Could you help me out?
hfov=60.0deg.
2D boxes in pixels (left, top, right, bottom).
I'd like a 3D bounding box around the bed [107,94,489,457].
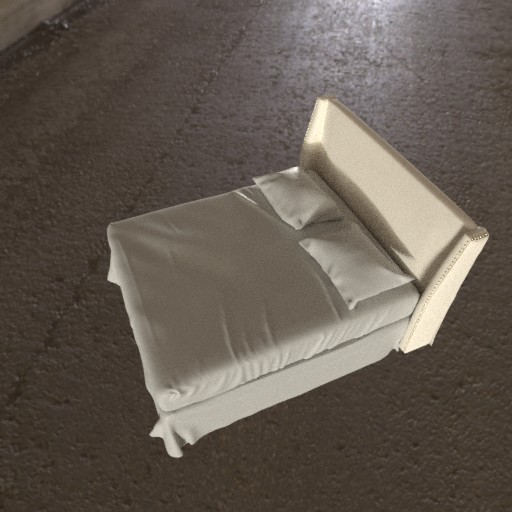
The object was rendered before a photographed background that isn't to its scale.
[{"bbox_3d":[0.000,0.000,3.417,2.276,1.332,1.925,-18,50,-16],"label":"bed"}]
